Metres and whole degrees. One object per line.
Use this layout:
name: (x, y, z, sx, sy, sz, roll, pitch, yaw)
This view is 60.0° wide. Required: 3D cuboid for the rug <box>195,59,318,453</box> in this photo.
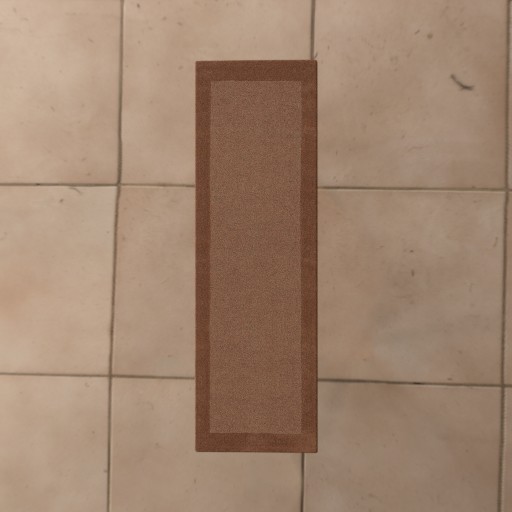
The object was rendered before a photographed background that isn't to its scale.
rug: (0.000, 0.000, 2.757, 0.764, 0.017, 2.439, 0, 90, 1)
